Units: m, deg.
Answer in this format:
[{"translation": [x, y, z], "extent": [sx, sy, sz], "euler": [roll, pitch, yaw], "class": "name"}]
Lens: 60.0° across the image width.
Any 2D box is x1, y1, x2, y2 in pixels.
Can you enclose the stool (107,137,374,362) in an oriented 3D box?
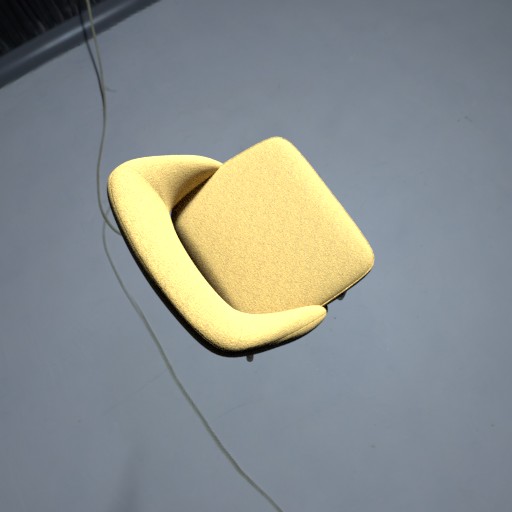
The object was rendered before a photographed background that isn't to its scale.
[{"translation": [0.000, 0.000, 1.293], "extent": [0.522, 0.939, 0.536], "euler": [-33, 78, -8], "class": "stool"}]
